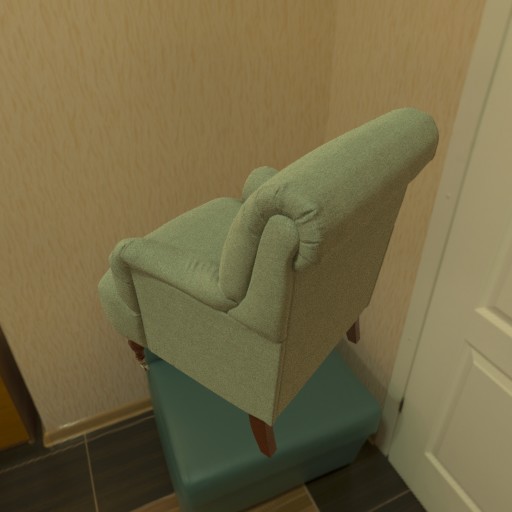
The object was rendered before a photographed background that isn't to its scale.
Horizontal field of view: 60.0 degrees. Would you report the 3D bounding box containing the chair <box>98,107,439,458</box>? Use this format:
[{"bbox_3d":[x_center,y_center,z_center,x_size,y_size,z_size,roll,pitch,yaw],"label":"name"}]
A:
[{"bbox_3d":[0.000,0.000,1.865,1.060,1.178,0.964,22,39,29],"label":"chair"}]
